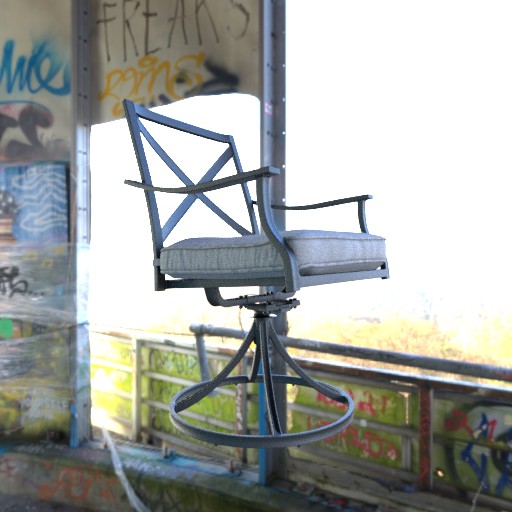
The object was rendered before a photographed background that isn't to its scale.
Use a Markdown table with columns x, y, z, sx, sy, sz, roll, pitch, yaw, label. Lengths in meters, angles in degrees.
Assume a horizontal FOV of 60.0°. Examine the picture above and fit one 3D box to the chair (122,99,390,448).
| x | y | z | sx | sy | sz | roll | pitch | yaw | label |
| --- | --- | --- | --- | --- | --- | --- | --- | --- | --- |
| 0.000 | 0.000 | 1.285 | 0.620 | 0.889 | 0.575 | 0 | 1 | 36 | chair |
